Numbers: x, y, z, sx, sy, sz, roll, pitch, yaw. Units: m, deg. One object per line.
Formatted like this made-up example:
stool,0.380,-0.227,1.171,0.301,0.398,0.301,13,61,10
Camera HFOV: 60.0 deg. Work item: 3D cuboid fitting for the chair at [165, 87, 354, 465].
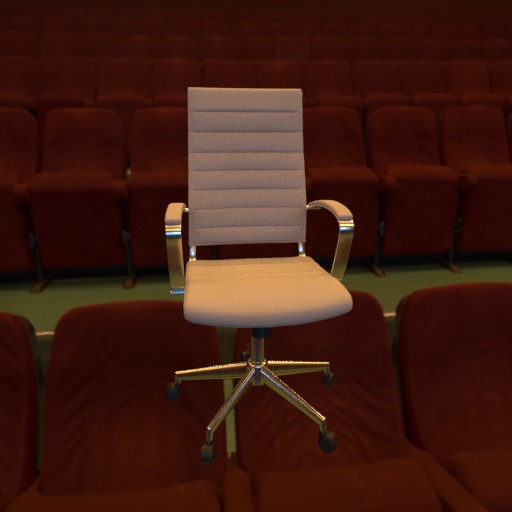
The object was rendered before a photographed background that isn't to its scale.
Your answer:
chair,0.000,0.000,1.536,0.679,1.149,0.667,-2,15,-7
